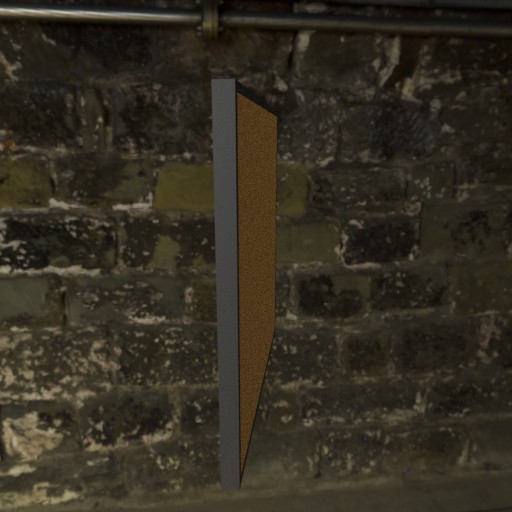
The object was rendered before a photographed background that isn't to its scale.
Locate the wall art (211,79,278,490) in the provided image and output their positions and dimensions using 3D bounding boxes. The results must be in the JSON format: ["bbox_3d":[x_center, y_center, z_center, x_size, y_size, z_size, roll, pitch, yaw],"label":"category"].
[{"bbox_3d":[0.000,0.000,1.150,0.038,0.763,0.763,2,15,7],"label":"wall art"}]
